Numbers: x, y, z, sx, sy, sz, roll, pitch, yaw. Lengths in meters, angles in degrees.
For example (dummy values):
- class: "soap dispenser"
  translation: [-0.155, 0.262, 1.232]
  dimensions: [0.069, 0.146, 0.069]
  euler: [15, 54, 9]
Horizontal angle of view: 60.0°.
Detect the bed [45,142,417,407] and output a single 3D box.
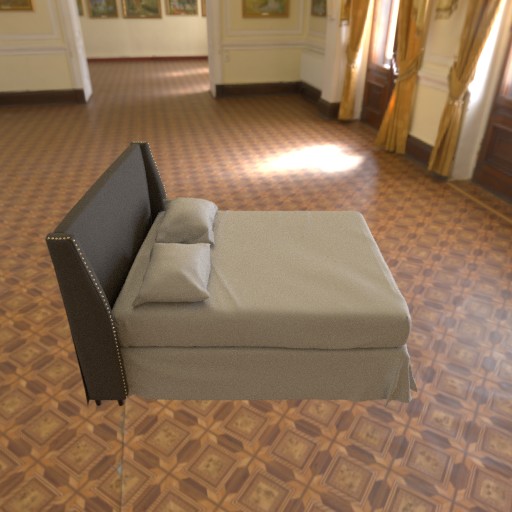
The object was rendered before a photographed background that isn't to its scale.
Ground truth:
- class: "bed"
  translation: [0.000, 0.000, 3.498]
  dimensions: [2.276, 1.332, 1.925]
  euler: [0, 30, 0]
